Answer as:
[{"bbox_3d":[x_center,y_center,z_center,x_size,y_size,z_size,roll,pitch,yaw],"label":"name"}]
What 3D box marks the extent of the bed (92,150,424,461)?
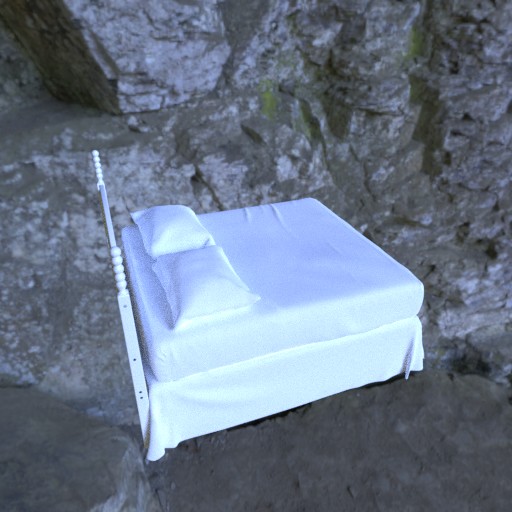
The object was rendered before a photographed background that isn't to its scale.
[{"bbox_3d":[0.000,0.000,3.287,2.040,1.356,1.873,-11,31,-18],"label":"bed"}]
